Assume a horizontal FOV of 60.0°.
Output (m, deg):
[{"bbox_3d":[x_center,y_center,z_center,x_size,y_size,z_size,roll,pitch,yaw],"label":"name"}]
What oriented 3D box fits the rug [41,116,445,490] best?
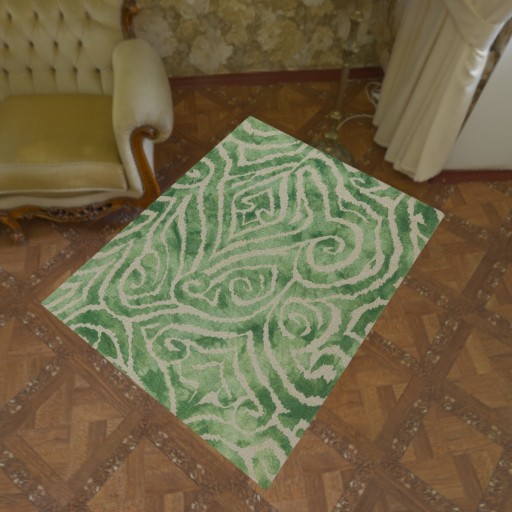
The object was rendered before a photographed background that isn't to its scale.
[{"bbox_3d":[0.000,0.000,4.148,2.436,0.007,3.045,32,63,19],"label":"rug"}]
